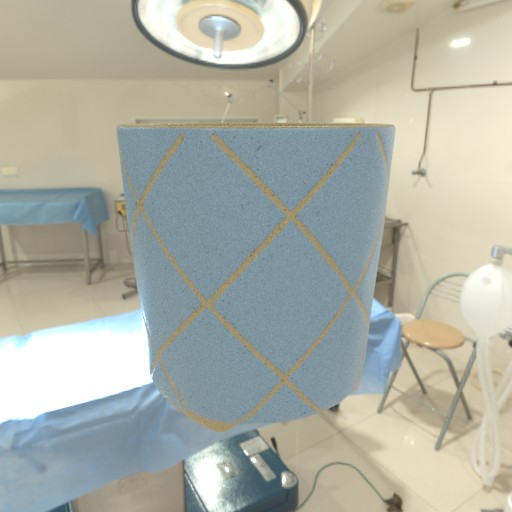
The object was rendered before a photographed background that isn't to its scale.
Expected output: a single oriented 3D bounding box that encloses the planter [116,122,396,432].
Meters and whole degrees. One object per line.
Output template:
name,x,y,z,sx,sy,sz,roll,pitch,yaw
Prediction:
planter,0.000,0.000,0.411,0.227,0.235,0.227,0,17,0
